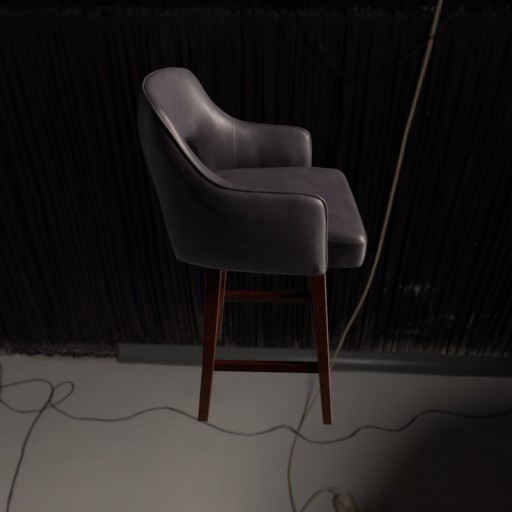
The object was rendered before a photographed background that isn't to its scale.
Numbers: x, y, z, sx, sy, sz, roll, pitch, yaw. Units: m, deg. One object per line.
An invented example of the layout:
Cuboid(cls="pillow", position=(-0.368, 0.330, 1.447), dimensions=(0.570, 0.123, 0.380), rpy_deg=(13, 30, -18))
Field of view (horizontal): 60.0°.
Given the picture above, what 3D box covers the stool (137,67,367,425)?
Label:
Cuboid(cls="stool", position=(0.000, 0.000, 1.360), dimensions=(0.560, 1.041, 0.550), rpy_deg=(1, 32, 1))
